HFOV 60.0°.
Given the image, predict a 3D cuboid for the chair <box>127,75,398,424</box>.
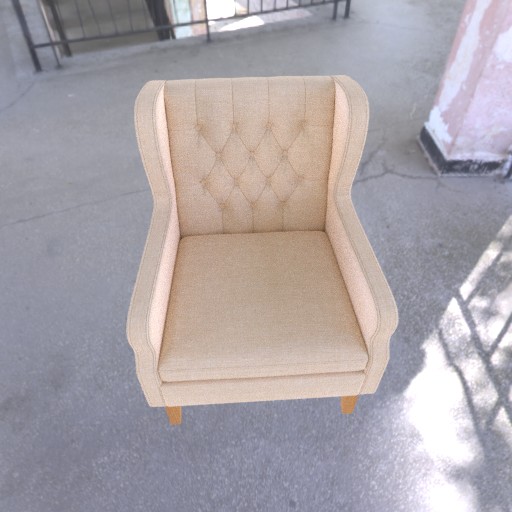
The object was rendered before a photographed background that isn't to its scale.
[{"bbox_3d":[0.000,0.000,1.453,0.710,0.930,0.760,-3,47,-2],"label":"chair"}]
